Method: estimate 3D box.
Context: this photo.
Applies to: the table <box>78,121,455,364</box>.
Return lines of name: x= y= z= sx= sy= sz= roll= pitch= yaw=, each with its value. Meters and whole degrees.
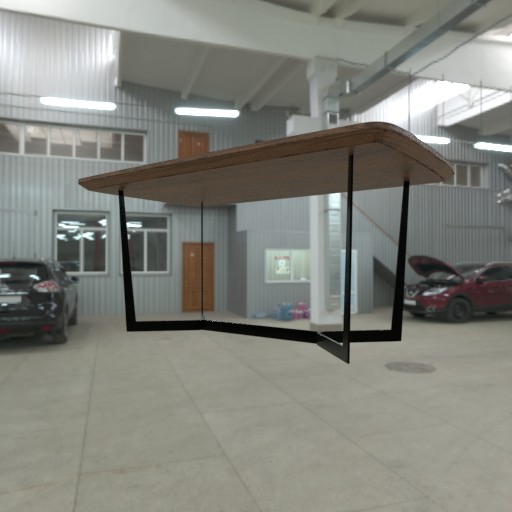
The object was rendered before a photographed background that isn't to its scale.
table: x=0.000 y=0.000 z=2.115 sx=1.643 sy=0.765 sz=0.949 roll=-1 pitch=-1 yaw=36
